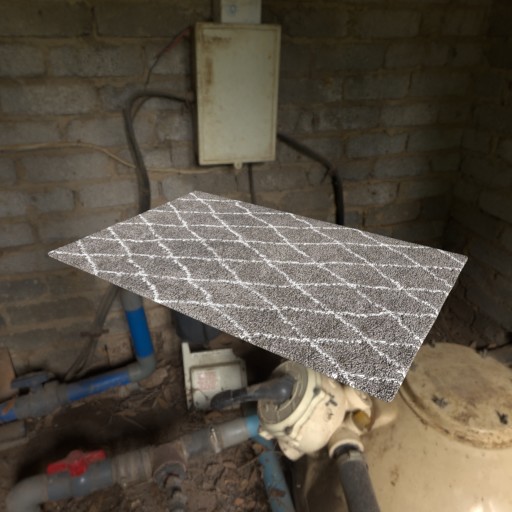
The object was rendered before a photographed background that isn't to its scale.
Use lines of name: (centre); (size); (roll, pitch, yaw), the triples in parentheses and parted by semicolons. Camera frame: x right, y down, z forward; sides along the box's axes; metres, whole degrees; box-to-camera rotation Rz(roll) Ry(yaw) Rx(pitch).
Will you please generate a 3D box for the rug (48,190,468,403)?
rug: (0.000, 0.000, 3.436); (2.743, 0.030, 1.778); (17, 32, 30)
